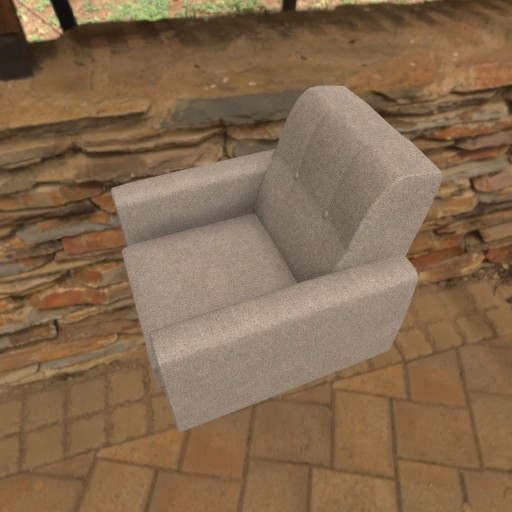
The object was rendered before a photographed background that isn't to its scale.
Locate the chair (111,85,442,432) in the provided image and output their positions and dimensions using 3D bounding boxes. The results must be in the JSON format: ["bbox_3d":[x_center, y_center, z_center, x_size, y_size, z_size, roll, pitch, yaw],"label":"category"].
[{"bbox_3d":[0.000,0.000,1.671,0.942,0.968,0.845,-16,48,-14],"label":"chair"}]
